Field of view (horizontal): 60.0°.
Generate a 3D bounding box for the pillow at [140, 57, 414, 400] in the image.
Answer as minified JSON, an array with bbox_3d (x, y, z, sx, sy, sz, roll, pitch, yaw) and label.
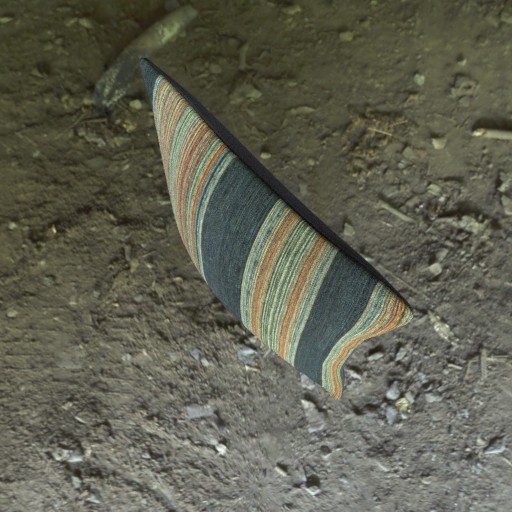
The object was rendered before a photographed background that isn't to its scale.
[{"bbox_3d":[0.000,0.000,0.641,0.136,0.419,0.437,-37,68,-17],"label":"pillow"}]
